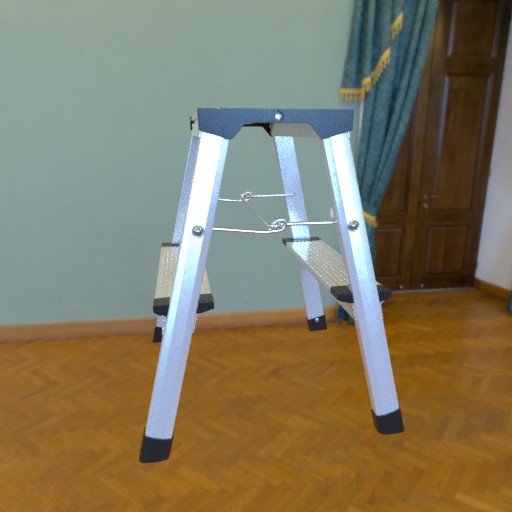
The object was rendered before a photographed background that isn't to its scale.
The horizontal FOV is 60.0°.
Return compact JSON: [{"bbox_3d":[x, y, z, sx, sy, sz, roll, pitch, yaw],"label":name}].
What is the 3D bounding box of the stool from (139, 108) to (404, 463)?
[{"bbox_3d":[0.000,0.000,0.784,0.405,0.480,0.404,-3,16,-9],"label":"stool"}]
